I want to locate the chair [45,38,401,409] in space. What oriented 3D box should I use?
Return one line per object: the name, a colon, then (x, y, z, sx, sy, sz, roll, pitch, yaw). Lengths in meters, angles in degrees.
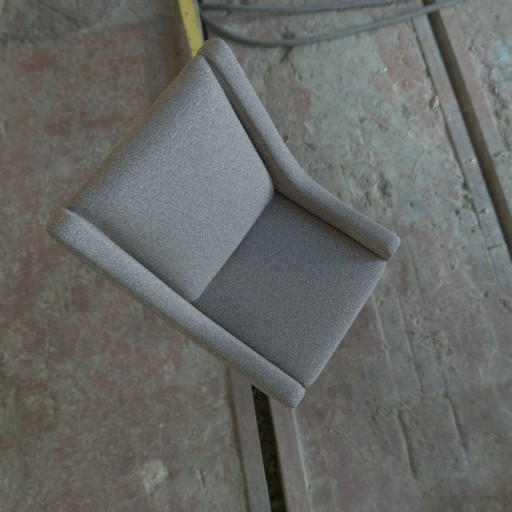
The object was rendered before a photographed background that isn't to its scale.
chair: (0.000, 0.000, 1.643, 0.870, 1.016, 0.774, 34, 77, 9)
